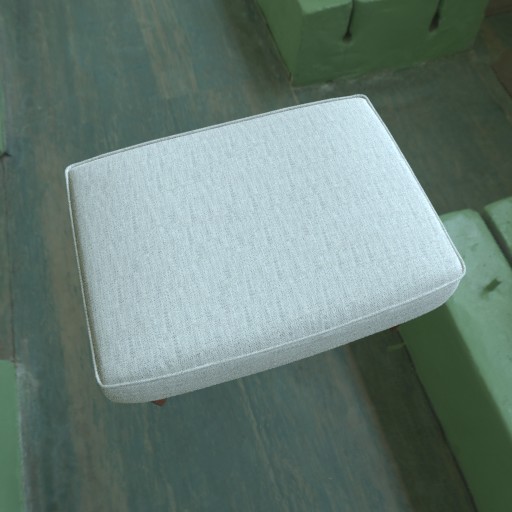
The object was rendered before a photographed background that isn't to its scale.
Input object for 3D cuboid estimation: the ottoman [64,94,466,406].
[{"bbox_3d":[0.000,0.000,1.134,0.794,0.465,0.594,-16,66,-7],"label":"ottoman"}]
